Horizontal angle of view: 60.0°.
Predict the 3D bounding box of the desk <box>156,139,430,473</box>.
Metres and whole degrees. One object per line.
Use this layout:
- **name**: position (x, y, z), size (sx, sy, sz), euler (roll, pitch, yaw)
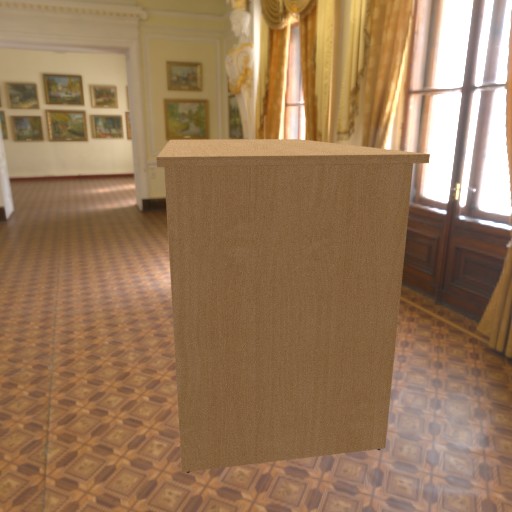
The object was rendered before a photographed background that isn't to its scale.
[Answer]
- **desk**: position (0.000, 0.000, 1.505), size (0.560, 0.735, 1.097), euler (-3, 17, -9)
